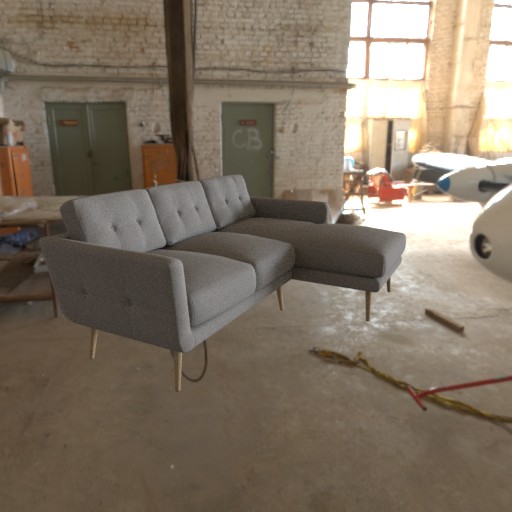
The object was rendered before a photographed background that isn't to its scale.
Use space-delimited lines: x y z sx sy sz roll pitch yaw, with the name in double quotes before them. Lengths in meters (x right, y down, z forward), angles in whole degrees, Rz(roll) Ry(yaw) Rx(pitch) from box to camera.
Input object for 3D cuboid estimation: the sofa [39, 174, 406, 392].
"sofa" 0.000 0.000 2.846 1.530 0.860 2.040 8 17 27
